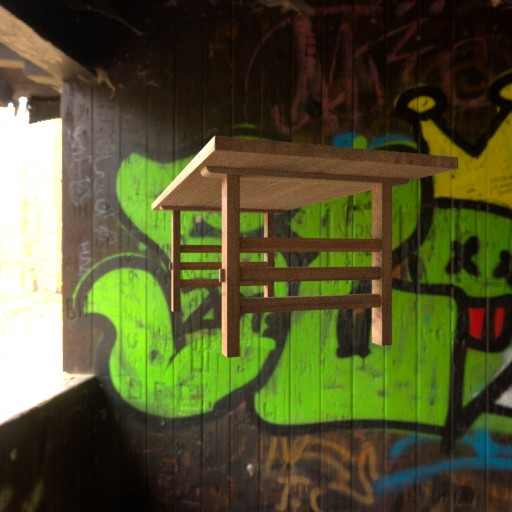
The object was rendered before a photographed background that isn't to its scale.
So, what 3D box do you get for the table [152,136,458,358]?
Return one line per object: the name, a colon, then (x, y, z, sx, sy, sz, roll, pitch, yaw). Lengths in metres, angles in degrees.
table: (0.000, 0.000, 2.486, 0.952, 0.760, 2.003, 0, 0, -19)
